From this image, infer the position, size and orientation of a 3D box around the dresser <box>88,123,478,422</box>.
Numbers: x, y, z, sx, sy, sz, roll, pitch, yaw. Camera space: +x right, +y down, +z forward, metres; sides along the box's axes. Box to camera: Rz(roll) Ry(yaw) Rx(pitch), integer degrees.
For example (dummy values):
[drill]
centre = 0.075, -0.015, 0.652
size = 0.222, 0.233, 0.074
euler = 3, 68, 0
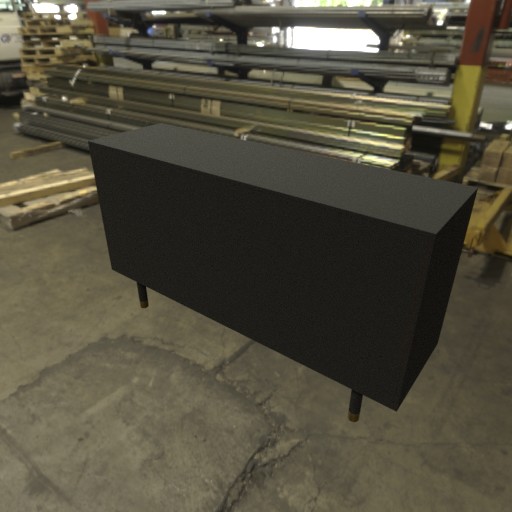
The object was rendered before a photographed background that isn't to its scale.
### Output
[dresser]
centre = 0.000, 0.000, 1.968
size = 1.558, 0.872, 0.463
euler = 20, 35, 32
